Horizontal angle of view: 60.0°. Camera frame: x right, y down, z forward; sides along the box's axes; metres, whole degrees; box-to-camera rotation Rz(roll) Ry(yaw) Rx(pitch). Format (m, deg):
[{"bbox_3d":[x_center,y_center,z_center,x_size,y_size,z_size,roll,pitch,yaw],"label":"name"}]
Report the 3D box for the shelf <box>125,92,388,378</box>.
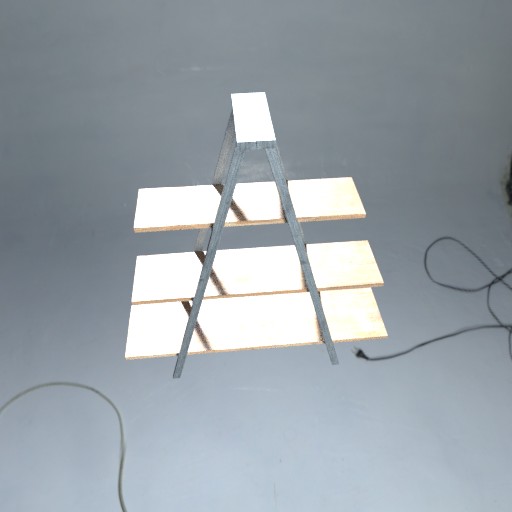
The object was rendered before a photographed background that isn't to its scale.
[{"bbox_3d":[0.000,0.000,2.604,1.746,1.808,0.508,-4,47,-4],"label":"shelf"}]
